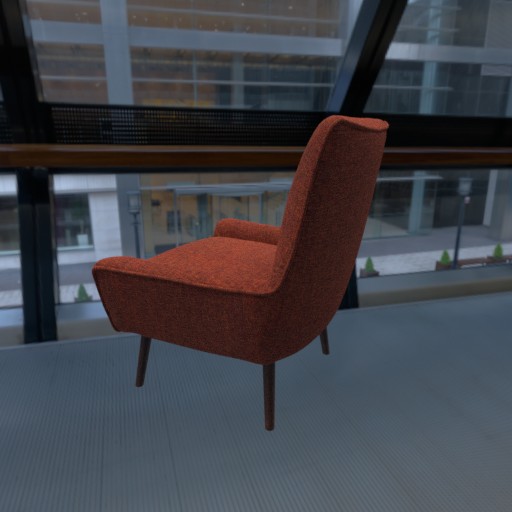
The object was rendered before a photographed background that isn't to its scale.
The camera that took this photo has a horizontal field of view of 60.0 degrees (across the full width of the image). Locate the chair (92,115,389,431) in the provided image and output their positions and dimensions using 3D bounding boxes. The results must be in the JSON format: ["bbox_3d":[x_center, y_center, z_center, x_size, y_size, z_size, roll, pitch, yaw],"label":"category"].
[{"bbox_3d":[0.000,0.000,1.535,0.784,0.911,0.803,8,18,26],"label":"chair"}]
